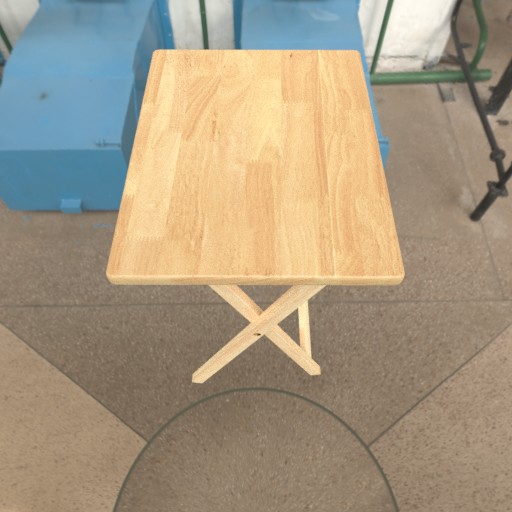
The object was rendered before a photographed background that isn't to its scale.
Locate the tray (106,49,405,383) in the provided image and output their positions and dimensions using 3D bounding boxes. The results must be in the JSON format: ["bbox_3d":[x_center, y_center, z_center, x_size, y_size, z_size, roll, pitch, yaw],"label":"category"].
[{"bbox_3d":[0.000,0.000,0.964,0.381,0.660,0.483,0,58,0],"label":"tray"}]
